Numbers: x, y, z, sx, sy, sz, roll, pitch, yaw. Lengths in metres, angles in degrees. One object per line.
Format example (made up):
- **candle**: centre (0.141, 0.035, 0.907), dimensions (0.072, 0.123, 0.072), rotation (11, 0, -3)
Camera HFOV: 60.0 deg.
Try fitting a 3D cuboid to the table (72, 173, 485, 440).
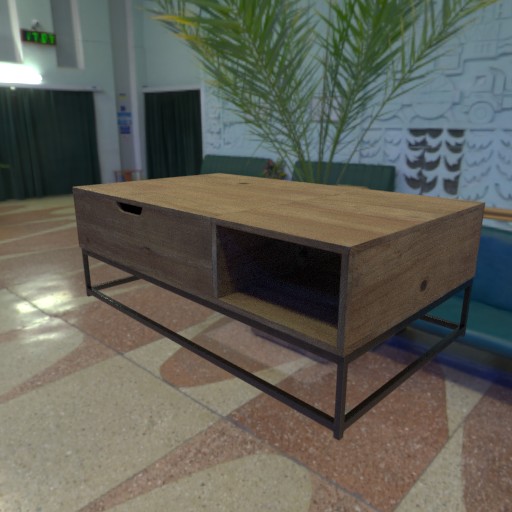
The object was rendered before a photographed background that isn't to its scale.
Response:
- **table**: centre (0.000, 0.000, 1.401), dimensions (1.101, 0.395, 0.655), rotation (16, 22, 43)
